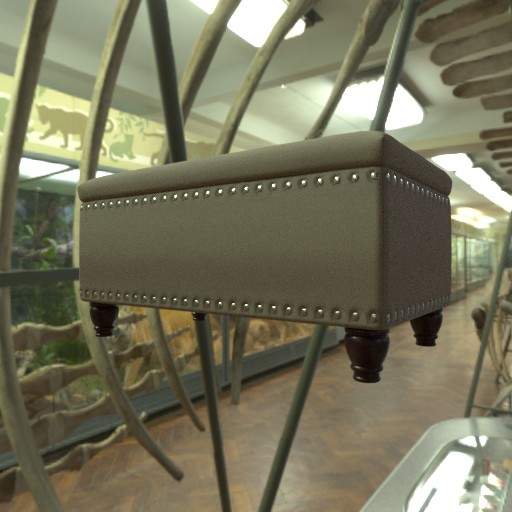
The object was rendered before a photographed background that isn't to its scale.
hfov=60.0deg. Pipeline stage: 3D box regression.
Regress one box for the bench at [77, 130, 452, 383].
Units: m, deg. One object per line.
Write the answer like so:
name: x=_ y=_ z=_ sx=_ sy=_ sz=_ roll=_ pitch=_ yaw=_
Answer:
bench: x=0.000 y=0.000 z=1.186 sx=0.887 sy=0.449 sz=0.500 roll=0 pitch=0 yaw=36
